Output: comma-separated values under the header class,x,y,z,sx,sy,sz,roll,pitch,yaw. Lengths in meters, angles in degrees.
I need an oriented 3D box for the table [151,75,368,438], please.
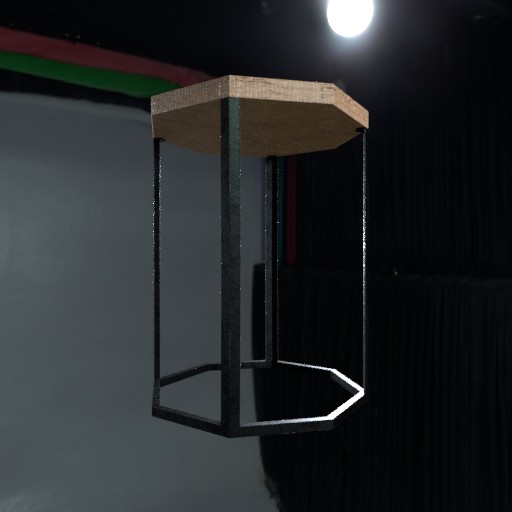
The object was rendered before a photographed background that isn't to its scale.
class,x,y,z,sx,sy,sz,roll,pitch,yaw
table,0.000,0.000,0.889,0.437,0.553,0.437,0,1,-34
